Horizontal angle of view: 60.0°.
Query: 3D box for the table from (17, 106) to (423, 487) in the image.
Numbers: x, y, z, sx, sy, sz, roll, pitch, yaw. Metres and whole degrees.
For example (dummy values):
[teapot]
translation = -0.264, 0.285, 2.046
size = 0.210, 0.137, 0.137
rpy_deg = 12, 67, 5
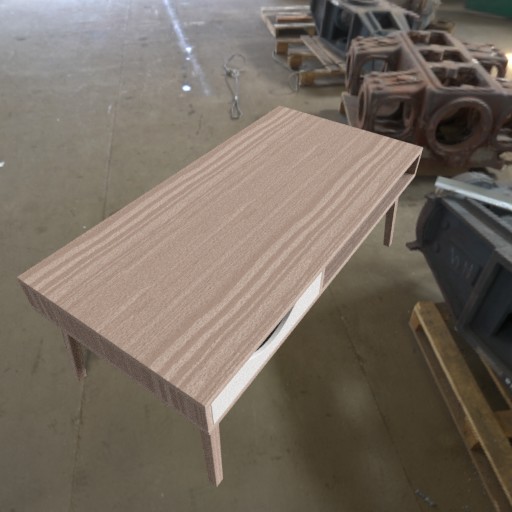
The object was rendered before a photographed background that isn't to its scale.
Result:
[table]
translation = 0.000, 0.000, 1.477
size = 0.600, 0.450, 1.200
rpy_deg = 25, 48, 25
